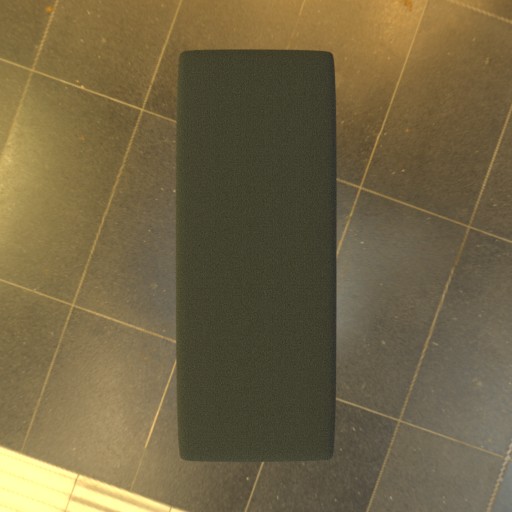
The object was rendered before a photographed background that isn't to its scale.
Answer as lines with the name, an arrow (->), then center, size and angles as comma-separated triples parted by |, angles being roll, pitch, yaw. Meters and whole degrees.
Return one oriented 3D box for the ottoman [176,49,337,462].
ottoman -> 0.000, 0.000, 1.892 | 0.646, 0.393, 1.609 | 0, 90, 0
